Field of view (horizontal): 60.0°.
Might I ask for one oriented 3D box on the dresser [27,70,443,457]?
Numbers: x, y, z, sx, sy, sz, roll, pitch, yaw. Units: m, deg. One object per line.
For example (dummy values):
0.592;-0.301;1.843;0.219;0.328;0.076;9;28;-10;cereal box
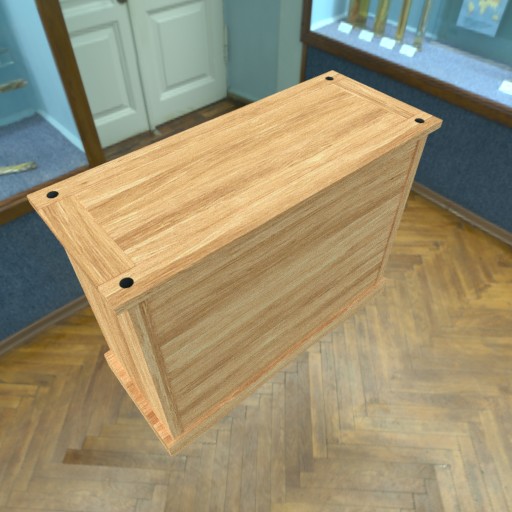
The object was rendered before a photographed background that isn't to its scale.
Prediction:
0.000;0.000;1.362;0.990;0.740;0.410;-31;54;-26;dresser
